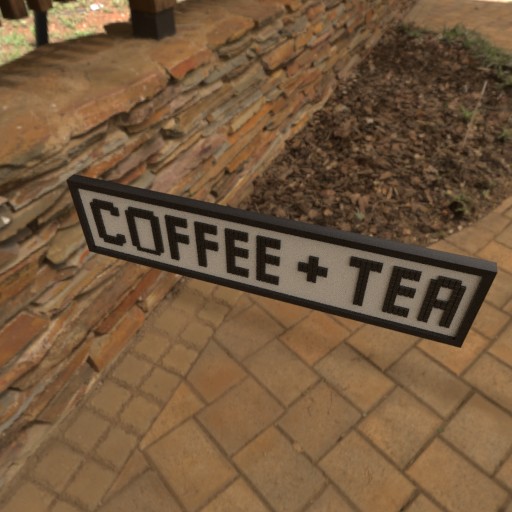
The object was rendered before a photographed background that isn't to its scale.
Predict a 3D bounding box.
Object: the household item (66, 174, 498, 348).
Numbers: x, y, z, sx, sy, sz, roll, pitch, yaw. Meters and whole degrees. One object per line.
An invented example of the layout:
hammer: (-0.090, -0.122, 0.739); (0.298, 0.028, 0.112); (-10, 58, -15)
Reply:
household item: (0.000, 0.000, 1.070); (1.001, 0.236, 0.030); (13, 43, 15)
